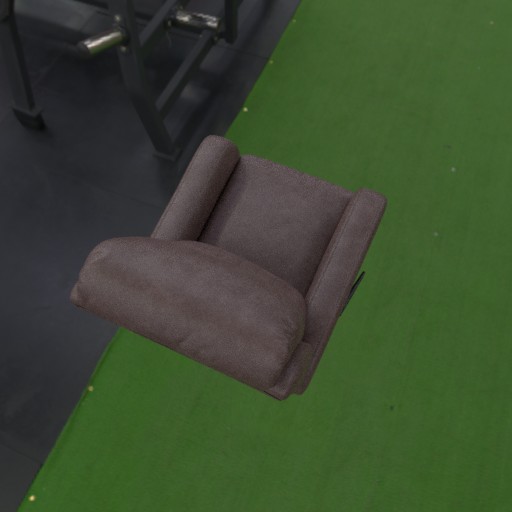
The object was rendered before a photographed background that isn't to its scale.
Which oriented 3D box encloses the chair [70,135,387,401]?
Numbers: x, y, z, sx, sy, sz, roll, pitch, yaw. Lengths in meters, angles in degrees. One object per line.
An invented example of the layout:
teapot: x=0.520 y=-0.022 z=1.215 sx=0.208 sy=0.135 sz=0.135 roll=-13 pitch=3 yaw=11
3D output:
chair: x=0.000 y=0.000 z=1.762 sx=0.865 sy=1.067 sz=1.067 roll=22 pitch=66 yaw=11
